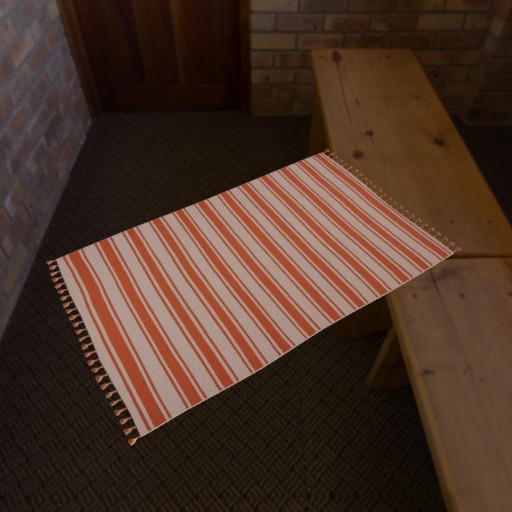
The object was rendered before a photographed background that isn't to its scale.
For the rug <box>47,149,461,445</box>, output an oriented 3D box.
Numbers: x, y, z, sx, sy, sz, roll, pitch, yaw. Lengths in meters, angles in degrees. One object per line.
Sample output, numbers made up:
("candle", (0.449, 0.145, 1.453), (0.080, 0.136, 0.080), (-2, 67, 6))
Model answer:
("rug", (0.000, 0.000, 2.571), (2.092, 0.017, 1.232), (-26, 52, -22))
